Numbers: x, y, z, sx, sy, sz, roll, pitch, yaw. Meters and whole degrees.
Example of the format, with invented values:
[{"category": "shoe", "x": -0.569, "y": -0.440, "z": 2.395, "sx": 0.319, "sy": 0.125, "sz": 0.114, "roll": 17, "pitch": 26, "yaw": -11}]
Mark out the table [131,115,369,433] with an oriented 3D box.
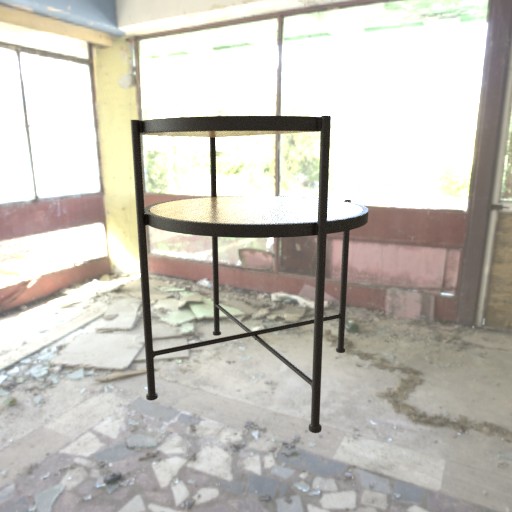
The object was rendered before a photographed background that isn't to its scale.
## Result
[{"category": "table", "x": 0.000, "y": 0.000, "z": 1.191, "sx": 0.628, "sy": 0.684, "sz": 0.629, "roll": -7, "pitch": 15, "yaw": -26}]
